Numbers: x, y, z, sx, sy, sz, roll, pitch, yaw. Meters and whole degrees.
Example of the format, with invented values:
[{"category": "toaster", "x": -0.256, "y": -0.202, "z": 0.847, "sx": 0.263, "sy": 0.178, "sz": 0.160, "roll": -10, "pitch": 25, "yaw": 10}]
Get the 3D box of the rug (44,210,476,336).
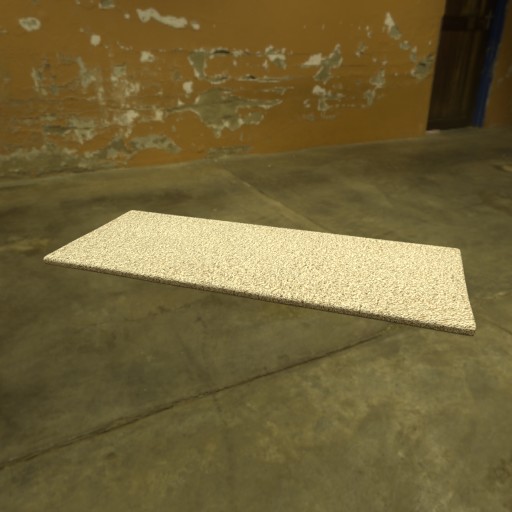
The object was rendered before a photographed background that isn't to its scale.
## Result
[{"category": "rug", "x": 0.000, "y": 0.000, "z": 1.738, "sx": 1.524, "sy": 0.030, "sz": 0.609, "roll": 8, "pitch": 26, "yaw": 17}]
